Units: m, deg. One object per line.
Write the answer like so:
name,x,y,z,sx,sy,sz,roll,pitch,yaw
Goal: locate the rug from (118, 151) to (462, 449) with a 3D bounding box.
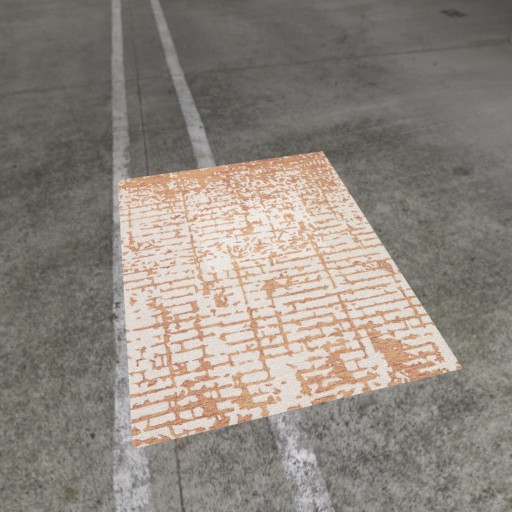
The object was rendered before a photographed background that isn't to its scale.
rug,0.000,0.000,4.160,2.441,0.011,3.050,-10,47,-10
